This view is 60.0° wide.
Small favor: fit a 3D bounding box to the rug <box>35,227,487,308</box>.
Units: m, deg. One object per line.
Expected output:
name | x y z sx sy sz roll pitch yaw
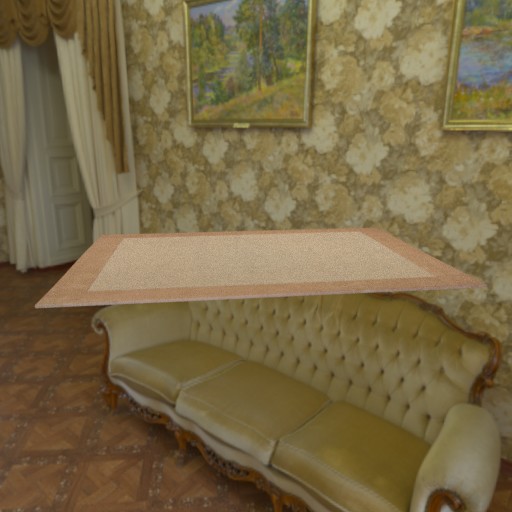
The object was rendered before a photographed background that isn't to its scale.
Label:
rug | 0.000 0.000 2.353 1.829 0.014 1.219 -2 15 -7
